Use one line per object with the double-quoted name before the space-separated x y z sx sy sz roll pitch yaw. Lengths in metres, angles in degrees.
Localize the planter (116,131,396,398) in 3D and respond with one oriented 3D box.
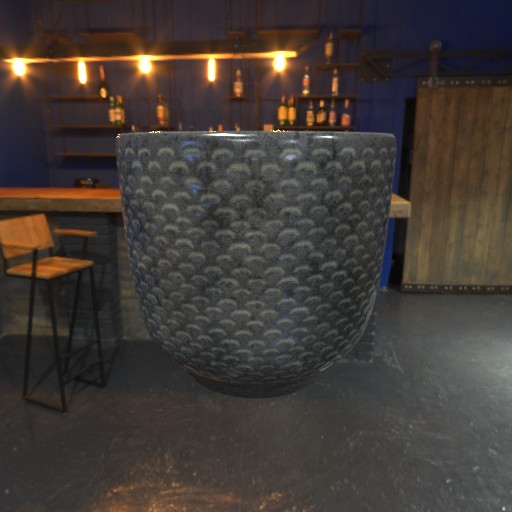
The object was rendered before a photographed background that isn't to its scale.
"planter" 0.000 0.000 0.244 0.140 0.129 0.140 0 14 0
